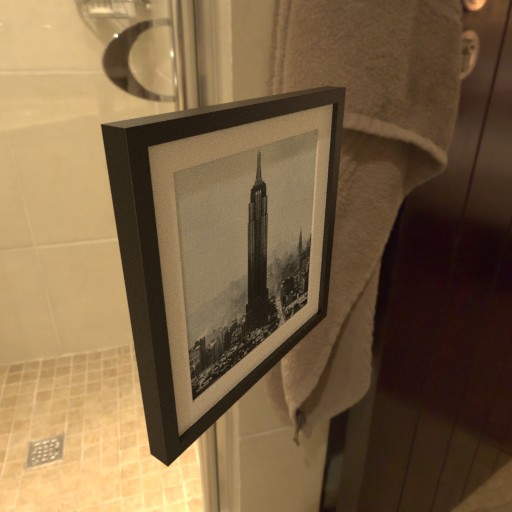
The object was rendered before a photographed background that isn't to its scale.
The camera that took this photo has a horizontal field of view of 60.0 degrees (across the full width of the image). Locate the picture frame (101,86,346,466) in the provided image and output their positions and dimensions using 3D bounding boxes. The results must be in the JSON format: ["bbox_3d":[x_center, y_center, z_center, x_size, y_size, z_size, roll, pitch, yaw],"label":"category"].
[{"bbox_3d":[0.000,0.000,0.530,0.029,0.353,0.355,18,32,32],"label":"picture frame"}]
